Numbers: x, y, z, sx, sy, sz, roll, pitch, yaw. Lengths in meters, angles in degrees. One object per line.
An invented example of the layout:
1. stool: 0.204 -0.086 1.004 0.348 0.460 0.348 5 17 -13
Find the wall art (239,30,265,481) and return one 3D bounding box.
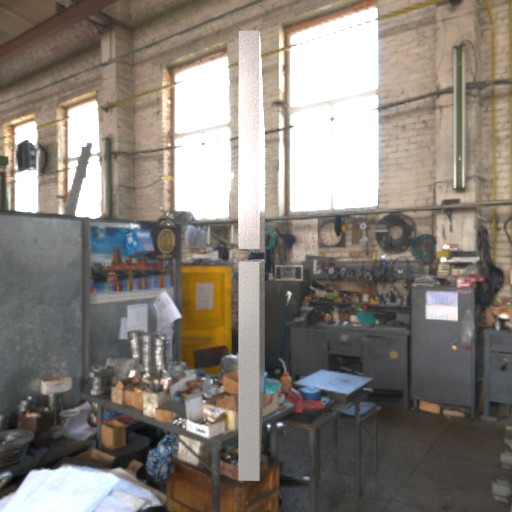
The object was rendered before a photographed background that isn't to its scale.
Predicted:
1. wall art: 0.000 0.000 0.907 0.029 0.611 0.611 0 0 2
